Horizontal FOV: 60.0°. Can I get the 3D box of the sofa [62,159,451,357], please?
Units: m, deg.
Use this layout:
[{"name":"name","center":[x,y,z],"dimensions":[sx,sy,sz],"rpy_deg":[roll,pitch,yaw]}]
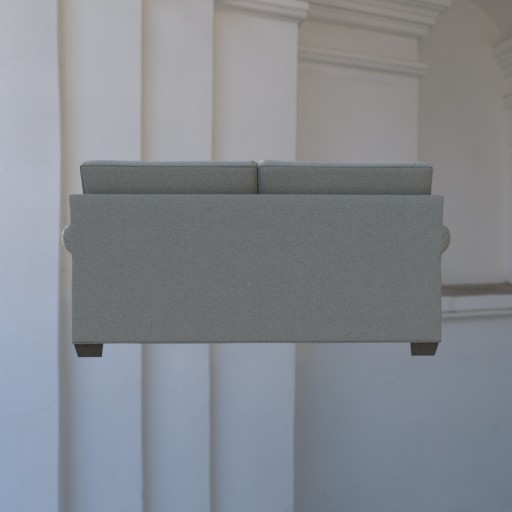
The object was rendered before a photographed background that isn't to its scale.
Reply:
[{"name":"sofa","center":[0.000,0.000,2.518],"dimensions":[1.930,0.952,0.940],"rpy_deg":[0,0,-1]}]
